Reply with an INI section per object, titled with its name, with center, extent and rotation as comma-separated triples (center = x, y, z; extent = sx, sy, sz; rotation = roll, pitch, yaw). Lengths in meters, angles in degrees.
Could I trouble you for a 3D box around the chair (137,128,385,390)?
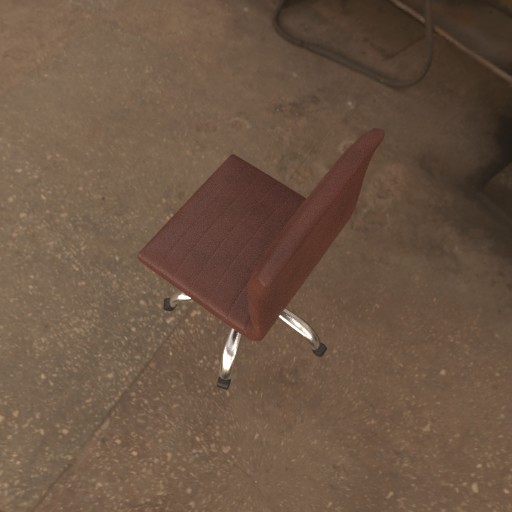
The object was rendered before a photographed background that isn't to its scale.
[chair]
center = 0.000, 0.000, 1.133
extent = 0.530, 0.780, 0.556
rotation = 32, 67, 15
